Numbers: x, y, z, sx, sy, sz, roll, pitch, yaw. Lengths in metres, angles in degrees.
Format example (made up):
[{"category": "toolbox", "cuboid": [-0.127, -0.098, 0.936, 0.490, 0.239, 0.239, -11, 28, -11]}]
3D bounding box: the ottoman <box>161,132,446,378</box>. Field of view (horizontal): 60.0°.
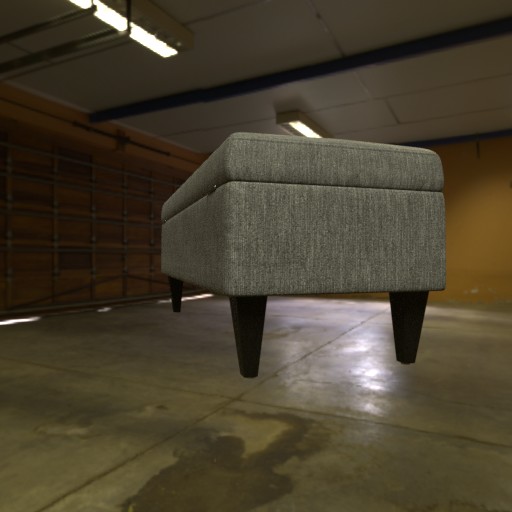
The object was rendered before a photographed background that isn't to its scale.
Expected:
[{"category": "ottoman", "cuboid": [0.000, 0.000, 1.396, 0.482, 0.469, 1.151, 0, 0, -18]}]
